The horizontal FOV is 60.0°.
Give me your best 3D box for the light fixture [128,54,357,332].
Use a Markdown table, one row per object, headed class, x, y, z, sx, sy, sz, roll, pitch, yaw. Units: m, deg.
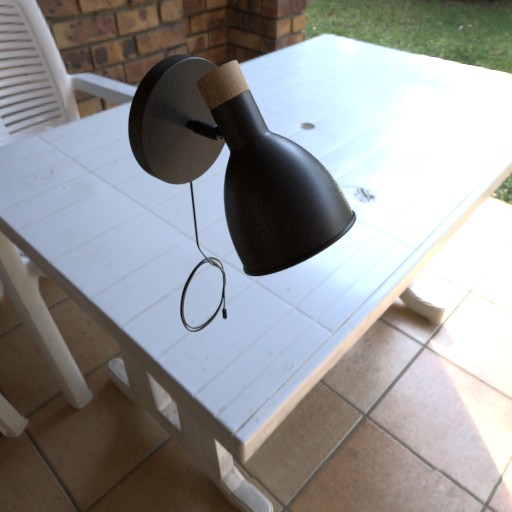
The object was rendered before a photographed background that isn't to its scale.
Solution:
| class | x | y | z | sx | sy | sz | roll | pitch | yaw |
| --- | --- | --- | --- | --- | --- | --- | --- | --- | --- |
| light fixture | 0.000 | 0.000 | 0.491 | 0.203 | 0.401 | 0.127 | 27 | 48 | 28 |
